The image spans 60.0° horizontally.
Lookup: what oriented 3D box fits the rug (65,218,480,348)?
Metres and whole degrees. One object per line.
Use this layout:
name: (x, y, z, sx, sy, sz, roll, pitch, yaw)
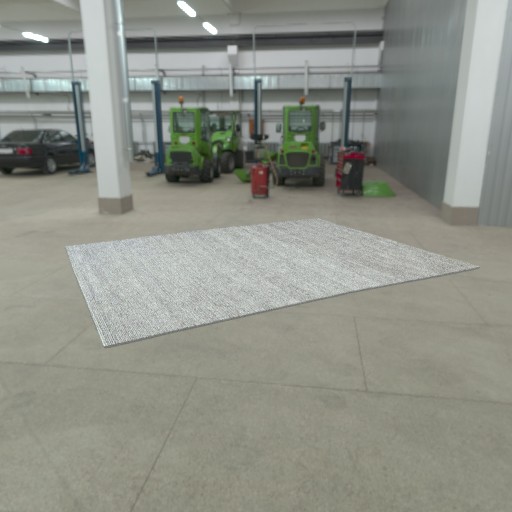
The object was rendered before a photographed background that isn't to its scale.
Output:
rug: (0.000, 0.000, 4.236, 3.202, 0.045, 2.434, -8, 18, -26)
